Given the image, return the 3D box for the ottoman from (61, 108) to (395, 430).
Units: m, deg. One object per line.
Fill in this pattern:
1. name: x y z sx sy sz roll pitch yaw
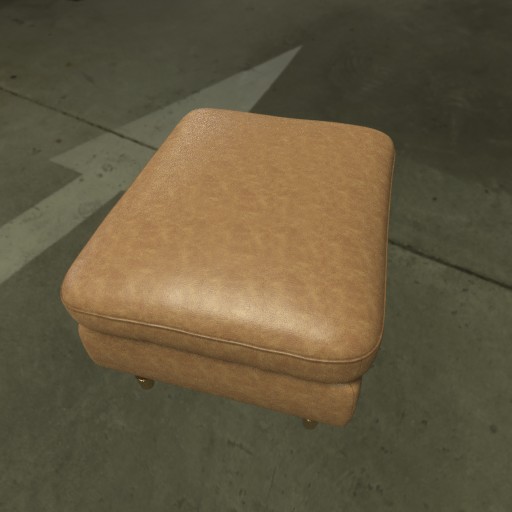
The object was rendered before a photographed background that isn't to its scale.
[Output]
1. ottoman: 0.000 0.000 1.110 0.593 0.478 0.747 10 47 10
